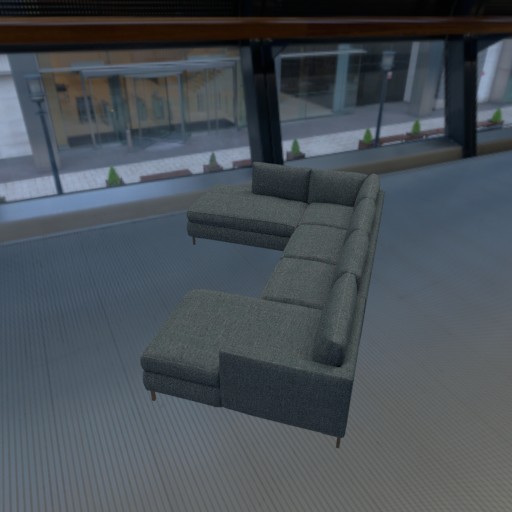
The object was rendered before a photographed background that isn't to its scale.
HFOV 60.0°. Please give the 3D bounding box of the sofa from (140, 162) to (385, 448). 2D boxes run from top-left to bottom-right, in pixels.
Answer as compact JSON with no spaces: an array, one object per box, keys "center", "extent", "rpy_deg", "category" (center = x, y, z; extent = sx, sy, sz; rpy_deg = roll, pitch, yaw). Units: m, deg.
[{"center":[0.000,0.000,3.670],"extent":[1.879,0.753,2.737],"rpy_deg":[9,32,15],"category":"sofa"}]
